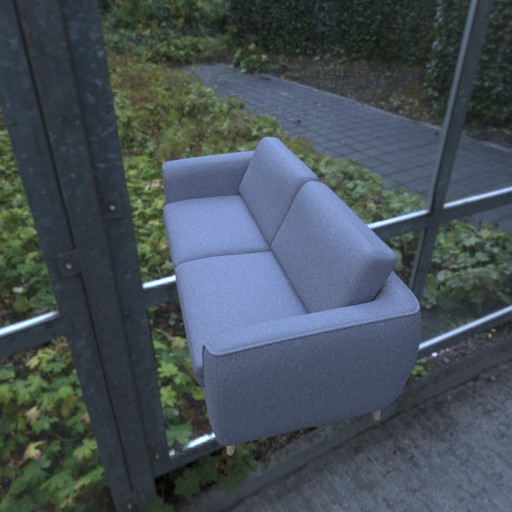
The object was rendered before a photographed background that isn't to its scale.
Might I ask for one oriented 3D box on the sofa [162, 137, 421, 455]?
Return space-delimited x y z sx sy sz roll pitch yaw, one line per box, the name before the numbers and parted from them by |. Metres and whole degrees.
sofa | 0.000 0.000 2.531 0.920 0.870 2.000 -8 33 -13
